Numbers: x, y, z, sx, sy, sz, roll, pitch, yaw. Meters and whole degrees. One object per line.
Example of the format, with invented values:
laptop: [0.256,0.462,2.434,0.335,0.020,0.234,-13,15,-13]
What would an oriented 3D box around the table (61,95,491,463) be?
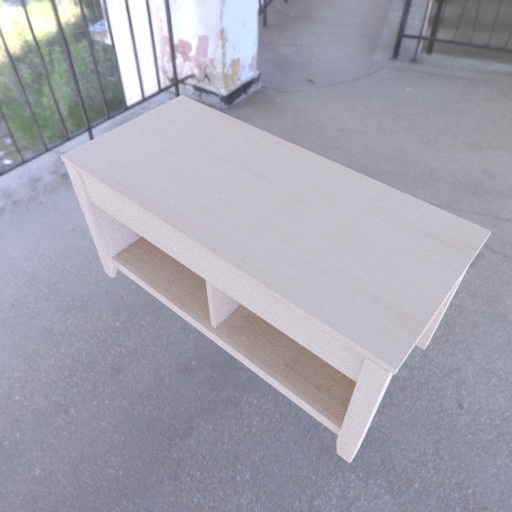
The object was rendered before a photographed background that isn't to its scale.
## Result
table: [0.000,0.000,1.287,1.016,0.483,0.457,31,54,26]
